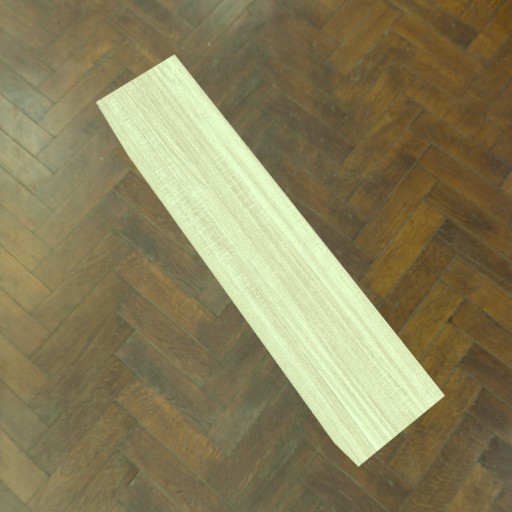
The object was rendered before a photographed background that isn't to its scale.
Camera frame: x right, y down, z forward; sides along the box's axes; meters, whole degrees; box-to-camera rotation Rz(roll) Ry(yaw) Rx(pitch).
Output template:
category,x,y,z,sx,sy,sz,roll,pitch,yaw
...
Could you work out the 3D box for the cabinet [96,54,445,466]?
category,x,y,z,sx,sy,sz,roll,pitch,yaw
cabinet,0.000,0.000,2.549,0.500,0.780,2.200,-35,79,-8
